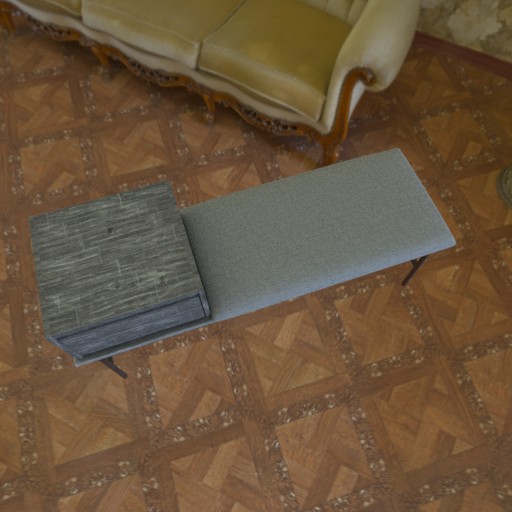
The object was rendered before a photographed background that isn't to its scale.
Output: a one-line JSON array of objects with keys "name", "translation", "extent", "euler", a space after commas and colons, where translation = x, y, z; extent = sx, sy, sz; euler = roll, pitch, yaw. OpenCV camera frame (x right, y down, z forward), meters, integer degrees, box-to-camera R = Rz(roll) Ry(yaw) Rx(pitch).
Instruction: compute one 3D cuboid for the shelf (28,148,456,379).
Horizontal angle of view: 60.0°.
[{"name": "shelf", "translation": [0.000, 0.000, 1.637], "extent": [1.342, 0.633, 0.457], "euler": [-17, 65, -8]}]
